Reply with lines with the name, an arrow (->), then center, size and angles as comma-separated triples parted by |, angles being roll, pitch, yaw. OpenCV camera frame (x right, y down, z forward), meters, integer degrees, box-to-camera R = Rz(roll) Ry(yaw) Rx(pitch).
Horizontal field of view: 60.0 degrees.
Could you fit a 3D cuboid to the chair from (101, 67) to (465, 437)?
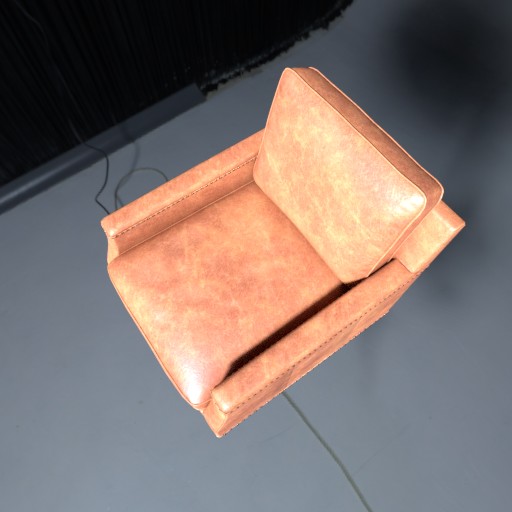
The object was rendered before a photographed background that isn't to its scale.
chair -> 0.000, 0.000, 1.687 | 1.014, 0.943, 0.853 | -33, 68, -15
